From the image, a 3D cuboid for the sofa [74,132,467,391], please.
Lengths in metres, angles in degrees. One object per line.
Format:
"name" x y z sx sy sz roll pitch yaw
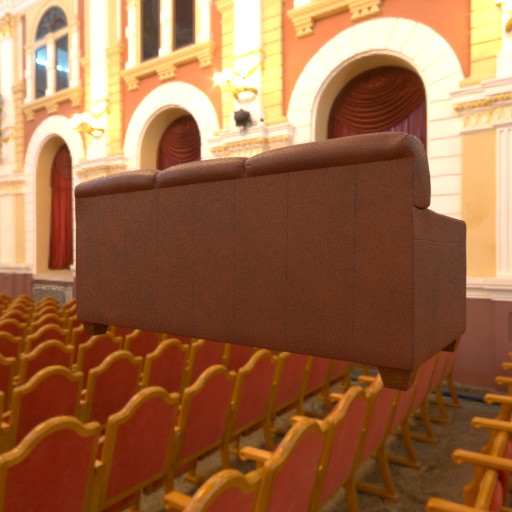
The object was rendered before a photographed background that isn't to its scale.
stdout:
"sofa" 0.000 0.000 2.480 2.039 0.953 1.008 0 0 35
